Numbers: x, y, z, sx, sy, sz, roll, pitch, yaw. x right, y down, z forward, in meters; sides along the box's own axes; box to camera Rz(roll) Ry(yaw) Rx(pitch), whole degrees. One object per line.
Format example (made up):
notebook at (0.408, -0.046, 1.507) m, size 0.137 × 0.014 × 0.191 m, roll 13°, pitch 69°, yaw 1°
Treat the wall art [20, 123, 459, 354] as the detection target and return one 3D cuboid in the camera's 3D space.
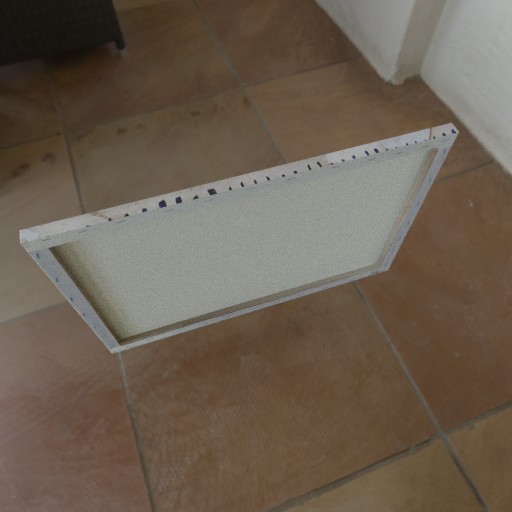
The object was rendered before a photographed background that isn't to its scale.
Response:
wall art at (0.000, 0.000, 1.434) m, size 1.143 × 0.757 × 0.038 m, roll -16°, pitch 60°, yaw -9°
